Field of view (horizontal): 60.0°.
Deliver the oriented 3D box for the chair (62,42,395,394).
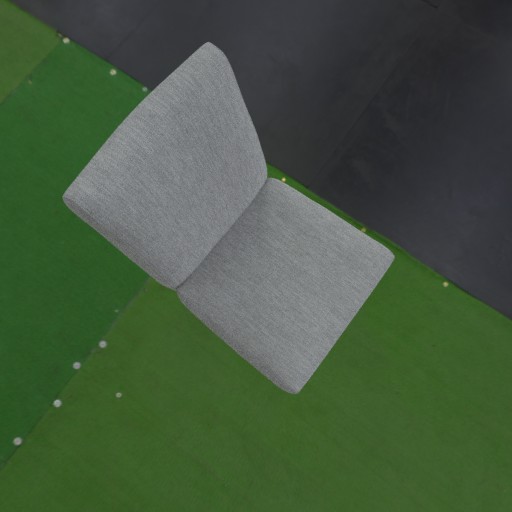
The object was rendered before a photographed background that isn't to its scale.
[{"bbox_3d":[0.000,0.000,1.243,0.629,0.884,0.487,37,79,8],"label":"chair"}]
